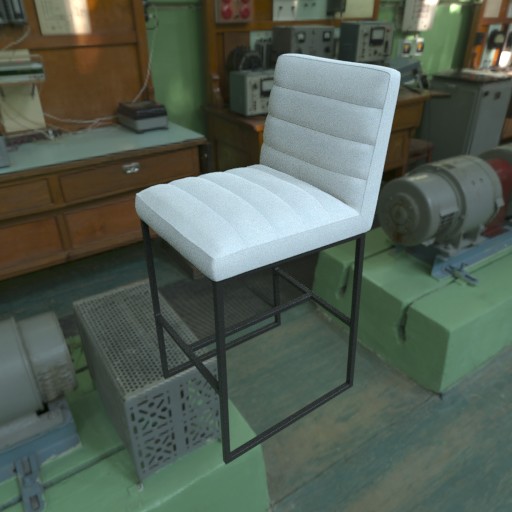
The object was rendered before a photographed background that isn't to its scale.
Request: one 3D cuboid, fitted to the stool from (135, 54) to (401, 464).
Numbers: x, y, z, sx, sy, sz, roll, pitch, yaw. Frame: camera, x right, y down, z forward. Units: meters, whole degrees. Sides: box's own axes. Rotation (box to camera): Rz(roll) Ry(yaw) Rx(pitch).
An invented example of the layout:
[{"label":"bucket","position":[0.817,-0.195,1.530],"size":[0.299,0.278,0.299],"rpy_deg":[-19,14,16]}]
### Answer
[{"label":"stool","position":[0.000,0.000,1.342],"size":[0.573,1.061,0.464],"rpy_deg":[-20,36,-30]}]
